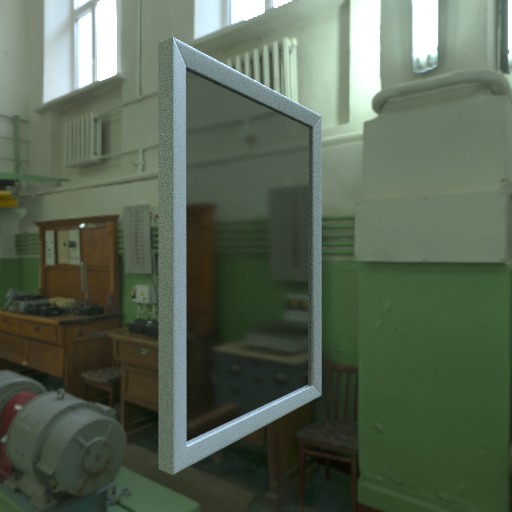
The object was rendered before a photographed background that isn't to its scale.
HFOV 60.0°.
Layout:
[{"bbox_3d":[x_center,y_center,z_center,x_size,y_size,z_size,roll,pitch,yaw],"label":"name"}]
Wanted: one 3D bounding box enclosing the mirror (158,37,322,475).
[{"bbox_3d":[0.000,0.000,0.933,0.040,0.710,0.507,0,0,36],"label":"mirror"}]
